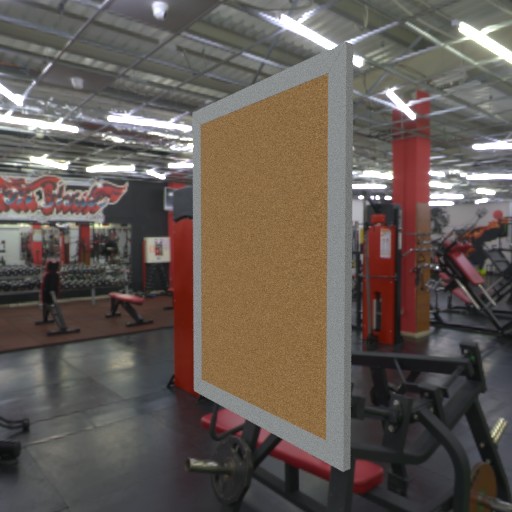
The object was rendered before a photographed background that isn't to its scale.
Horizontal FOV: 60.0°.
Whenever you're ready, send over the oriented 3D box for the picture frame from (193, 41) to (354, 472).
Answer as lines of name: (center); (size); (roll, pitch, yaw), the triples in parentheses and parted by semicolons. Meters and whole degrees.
picture frame: (0.000, 0.000, 0.605); (0.011, 0.459, 0.326); (-2, 3, -37)
